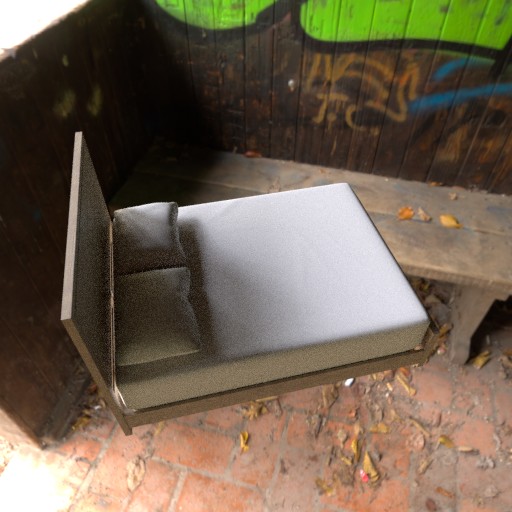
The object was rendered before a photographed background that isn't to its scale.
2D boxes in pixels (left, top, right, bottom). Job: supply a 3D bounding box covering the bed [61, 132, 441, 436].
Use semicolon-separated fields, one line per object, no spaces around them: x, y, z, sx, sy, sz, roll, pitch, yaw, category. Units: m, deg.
0.000;0.000;3.208;2.189;1.369;1.606;-10;48;-9;bed
